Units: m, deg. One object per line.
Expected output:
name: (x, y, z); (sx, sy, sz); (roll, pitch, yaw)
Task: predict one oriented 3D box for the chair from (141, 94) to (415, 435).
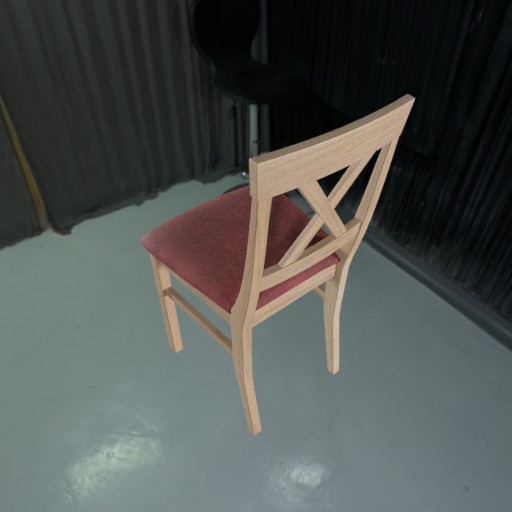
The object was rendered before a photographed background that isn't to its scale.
chair: (0.000, 0.000, 1.165); (0.439, 0.912, 0.492); (-28, 50, -27)
